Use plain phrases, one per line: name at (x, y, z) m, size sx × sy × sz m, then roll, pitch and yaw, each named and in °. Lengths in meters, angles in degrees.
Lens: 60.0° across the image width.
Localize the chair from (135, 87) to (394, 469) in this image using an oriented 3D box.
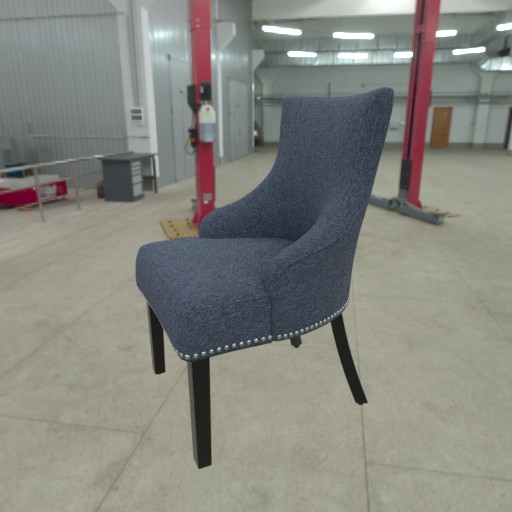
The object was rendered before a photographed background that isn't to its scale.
chair at (0.000, 0.000, 1.293) m, size 0.629 × 0.909 × 0.566 m, roll -8°, pitch 19°, yaw -24°
